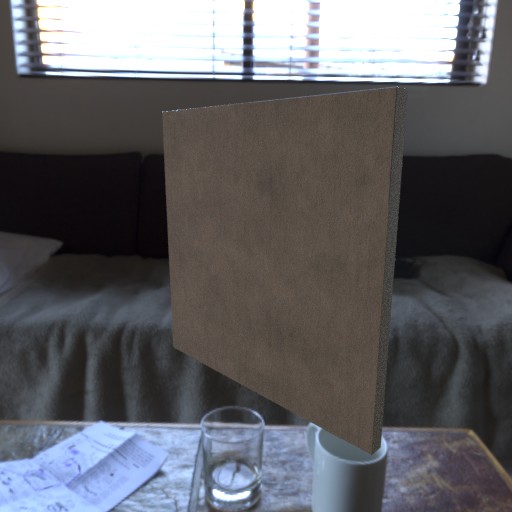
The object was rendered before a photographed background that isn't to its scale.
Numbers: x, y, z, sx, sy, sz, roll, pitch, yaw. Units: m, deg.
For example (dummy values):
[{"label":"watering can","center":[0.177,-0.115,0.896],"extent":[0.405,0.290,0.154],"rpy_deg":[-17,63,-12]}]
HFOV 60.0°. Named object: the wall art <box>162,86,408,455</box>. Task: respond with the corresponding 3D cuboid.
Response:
[{"label":"wall art","center":[0.000,0.000,0.691],"extent":[0.023,0.453,0.455],"rpy_deg":[-13,19,-43]}]
